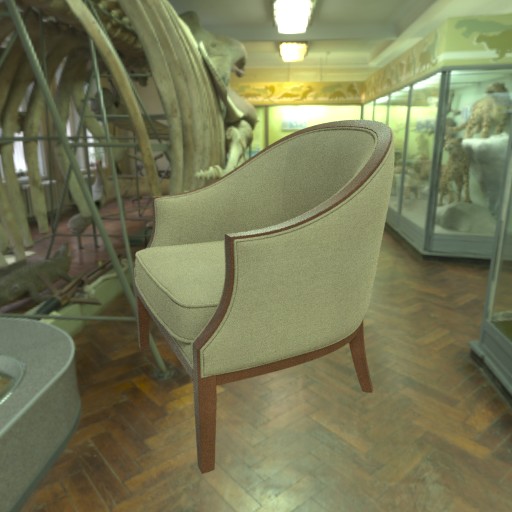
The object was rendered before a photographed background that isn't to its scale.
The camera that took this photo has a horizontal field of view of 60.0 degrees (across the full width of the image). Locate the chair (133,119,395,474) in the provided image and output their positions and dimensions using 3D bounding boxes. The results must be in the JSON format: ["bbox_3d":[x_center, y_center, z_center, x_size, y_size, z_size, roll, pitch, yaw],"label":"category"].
[{"bbox_3d":[0.000,0.000,1.470,0.735,0.876,0.803,-7,17,-25],"label":"chair"}]
